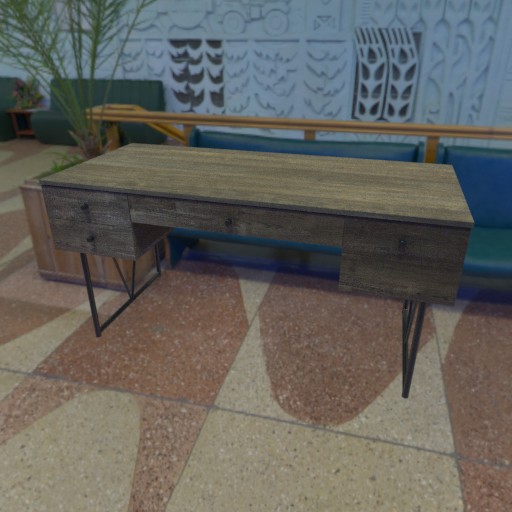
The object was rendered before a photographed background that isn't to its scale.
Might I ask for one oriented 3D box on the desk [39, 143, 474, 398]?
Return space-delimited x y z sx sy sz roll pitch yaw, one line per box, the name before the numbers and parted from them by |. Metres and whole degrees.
desk | 0.000 0.000 2.031 1.600 0.780 0.730 7 27 15
